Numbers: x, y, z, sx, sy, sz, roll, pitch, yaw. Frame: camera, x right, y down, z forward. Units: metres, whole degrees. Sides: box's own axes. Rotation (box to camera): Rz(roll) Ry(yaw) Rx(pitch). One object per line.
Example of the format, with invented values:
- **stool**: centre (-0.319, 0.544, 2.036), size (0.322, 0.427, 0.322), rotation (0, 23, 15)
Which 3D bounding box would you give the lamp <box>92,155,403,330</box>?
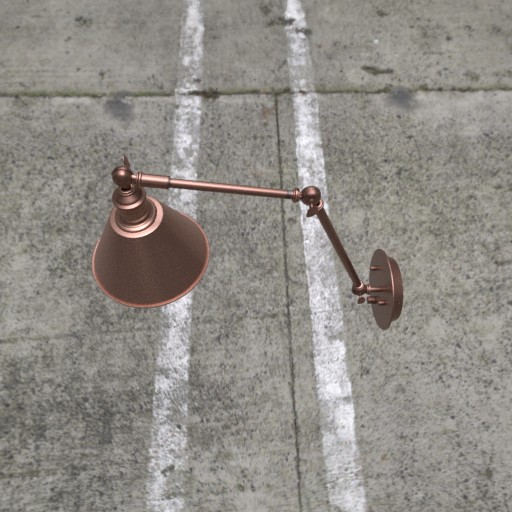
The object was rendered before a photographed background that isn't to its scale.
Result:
- **lamp**: centre (0.000, 0.000, 0.867), size (0.624, 0.502, 0.223), rotation (-2, 59, -1)
